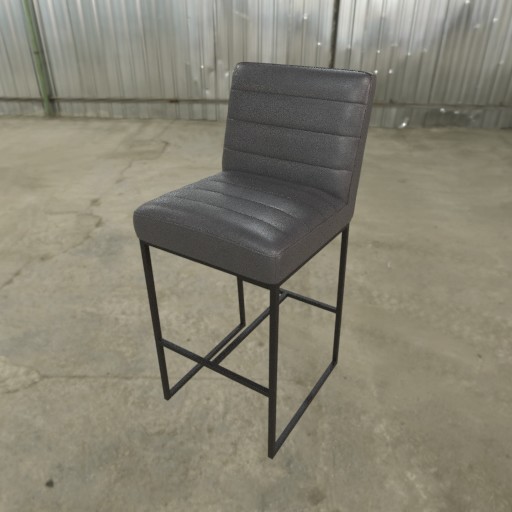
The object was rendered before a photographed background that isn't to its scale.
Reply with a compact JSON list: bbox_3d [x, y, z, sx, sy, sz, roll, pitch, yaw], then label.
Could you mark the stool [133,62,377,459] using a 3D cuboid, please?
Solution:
[{"bbox_3d":[0.000,0.000,1.363,0.457,1.040,0.552,18,34,28],"label":"stool"}]
